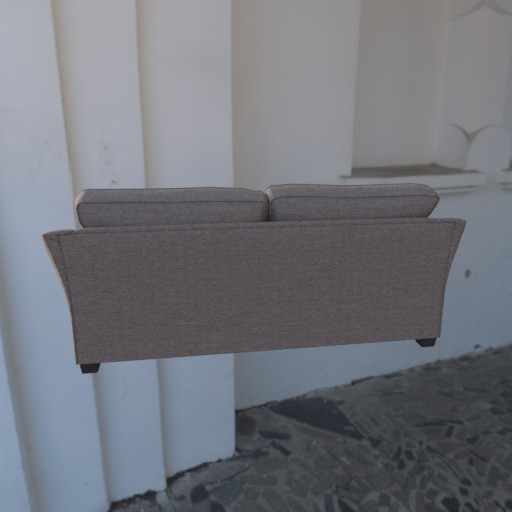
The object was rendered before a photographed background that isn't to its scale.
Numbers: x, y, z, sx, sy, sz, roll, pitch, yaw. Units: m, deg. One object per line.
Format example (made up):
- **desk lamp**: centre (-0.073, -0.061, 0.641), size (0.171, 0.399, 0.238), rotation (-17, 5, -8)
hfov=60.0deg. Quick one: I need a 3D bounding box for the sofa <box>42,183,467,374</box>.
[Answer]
- **sofa**: centre (0.000, 0.000, 2.819), size (2.270, 0.965, 0.980), rotation (-2, 15, -9)
